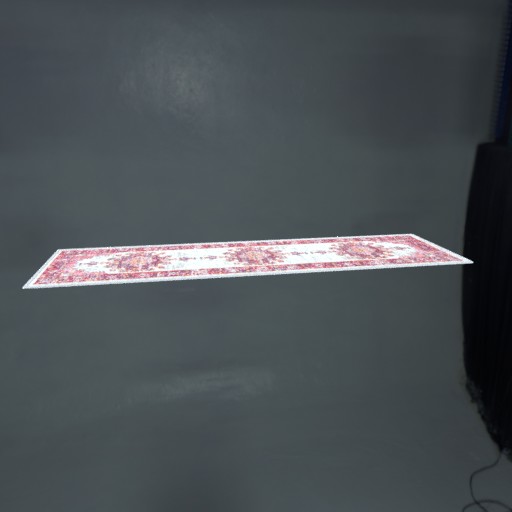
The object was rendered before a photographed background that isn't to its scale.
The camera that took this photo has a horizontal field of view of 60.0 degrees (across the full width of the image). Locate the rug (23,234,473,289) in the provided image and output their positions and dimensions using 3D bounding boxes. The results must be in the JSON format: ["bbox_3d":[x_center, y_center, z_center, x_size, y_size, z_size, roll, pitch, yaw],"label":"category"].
[{"bbox_3d":[0.000,0.000,2.531,2.294,0.011,0.666,-3,17,-10],"label":"rug"}]
